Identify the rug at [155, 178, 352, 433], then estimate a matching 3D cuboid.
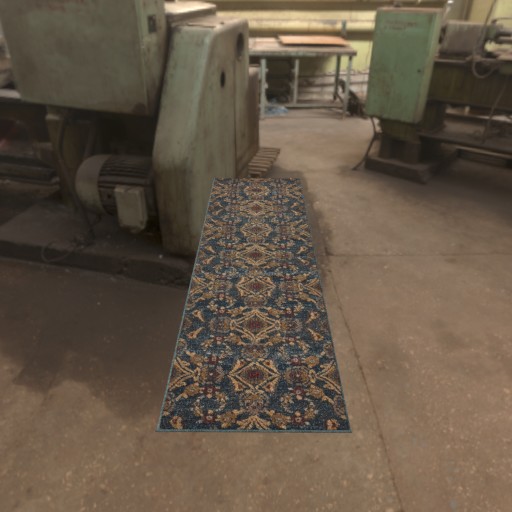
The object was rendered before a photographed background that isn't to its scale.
[{"bbox_3d":[0.000,0.000,2.502,0.685,0.014,2.292,0,32,0],"label":"rug"}]
